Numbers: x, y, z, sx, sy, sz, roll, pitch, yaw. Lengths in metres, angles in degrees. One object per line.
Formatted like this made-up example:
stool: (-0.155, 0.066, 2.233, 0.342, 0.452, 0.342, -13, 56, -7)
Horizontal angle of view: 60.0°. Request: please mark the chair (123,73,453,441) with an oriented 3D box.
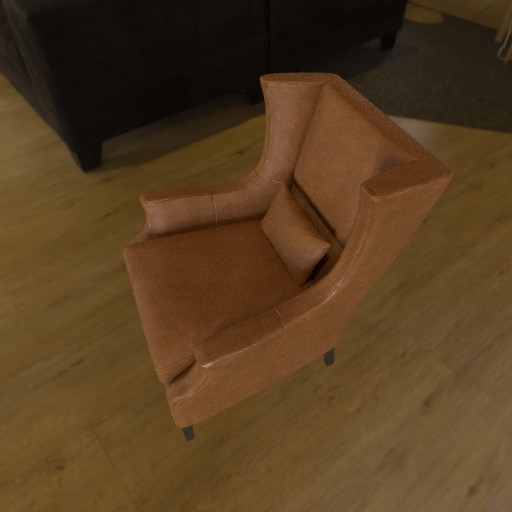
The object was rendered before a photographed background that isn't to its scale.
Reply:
chair: (0.000, 0.000, 1.659, 0.925, 1.016, 0.852, -16, 49, -15)
